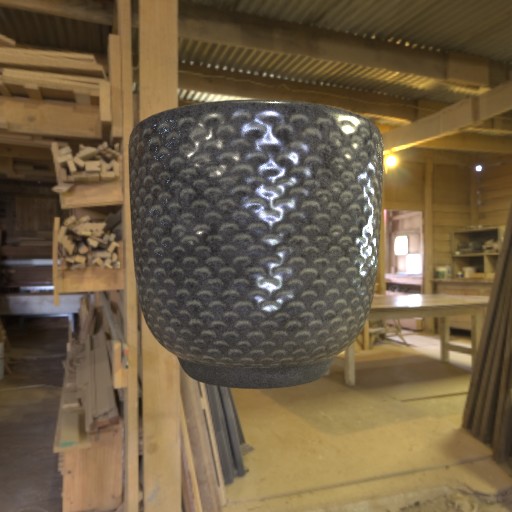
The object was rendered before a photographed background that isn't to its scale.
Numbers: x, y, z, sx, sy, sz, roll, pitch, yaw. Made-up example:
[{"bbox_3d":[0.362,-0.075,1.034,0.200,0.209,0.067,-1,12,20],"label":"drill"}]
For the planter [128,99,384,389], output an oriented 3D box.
[{"bbox_3d":[0.000,0.000,0.251,0.140,0.129,0.140,0,-1,0],"label":"planter"}]
